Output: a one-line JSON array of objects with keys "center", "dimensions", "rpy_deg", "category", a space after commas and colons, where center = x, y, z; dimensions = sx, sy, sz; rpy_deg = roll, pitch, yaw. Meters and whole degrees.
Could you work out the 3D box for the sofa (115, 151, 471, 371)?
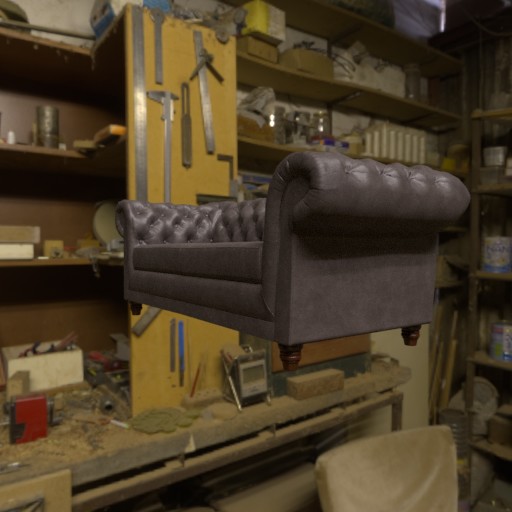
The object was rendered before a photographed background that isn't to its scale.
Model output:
[{"center": [0.000, 0.000, 2.449], "dimensions": [0.944, 0.779, 2.048], "rpy_deg": [-1, 1, -35], "category": "sofa"}]
